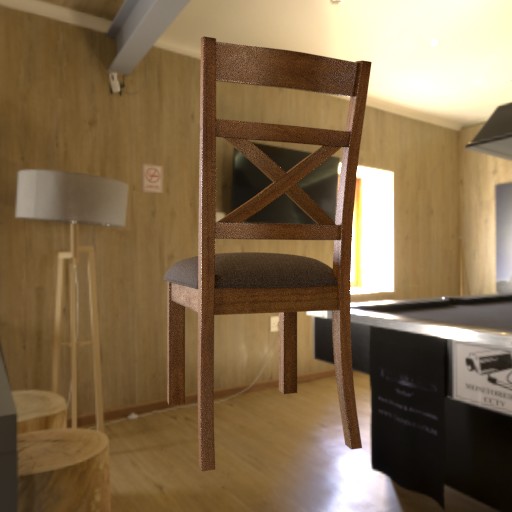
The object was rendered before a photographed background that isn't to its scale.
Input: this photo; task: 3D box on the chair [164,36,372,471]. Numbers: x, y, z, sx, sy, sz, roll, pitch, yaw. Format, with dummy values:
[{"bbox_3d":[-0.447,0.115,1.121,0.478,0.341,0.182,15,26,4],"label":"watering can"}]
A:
[{"bbox_3d":[0.000,0.000,1.264,0.470,0.949,0.581,0,0,-17],"label":"chair"}]
